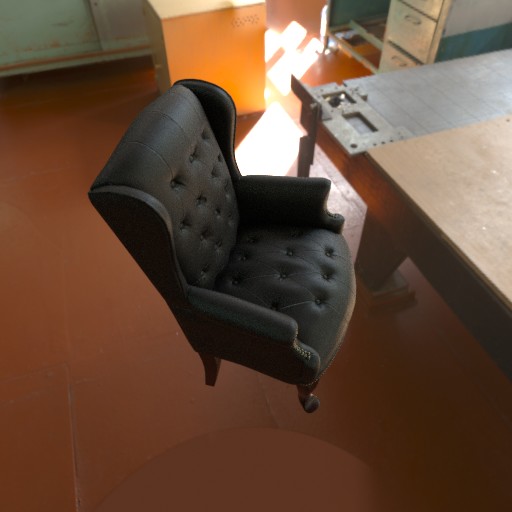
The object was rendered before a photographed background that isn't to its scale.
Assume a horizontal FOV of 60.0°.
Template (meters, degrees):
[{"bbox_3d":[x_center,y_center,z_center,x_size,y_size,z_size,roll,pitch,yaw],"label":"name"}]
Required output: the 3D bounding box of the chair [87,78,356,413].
[{"bbox_3d":[0.000,0.000,1.731,0.822,1.133,0.831,11,48,10],"label":"chair"}]
